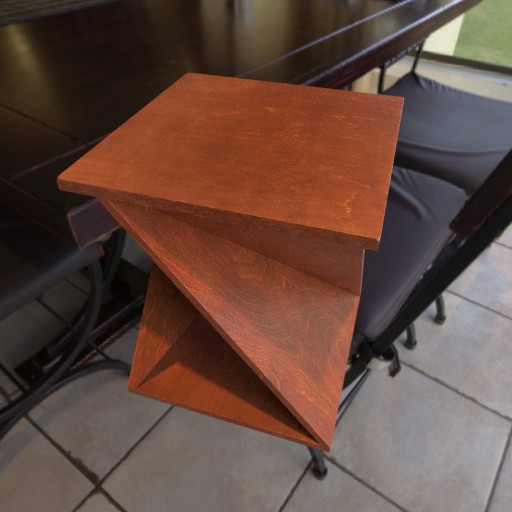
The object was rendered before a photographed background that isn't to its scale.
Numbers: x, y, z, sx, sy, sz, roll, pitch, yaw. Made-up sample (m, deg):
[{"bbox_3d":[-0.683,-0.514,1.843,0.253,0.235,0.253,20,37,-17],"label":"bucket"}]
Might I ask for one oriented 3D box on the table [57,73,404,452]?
[{"bbox_3d":[0.000,0.000,0.868,0.427,0.520,0.427,12,43,13],"label":"table"}]
